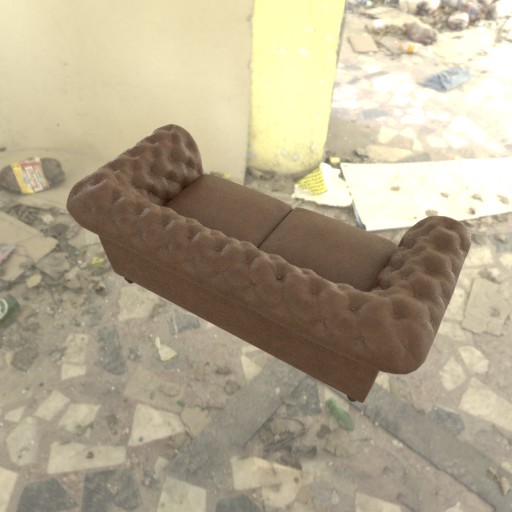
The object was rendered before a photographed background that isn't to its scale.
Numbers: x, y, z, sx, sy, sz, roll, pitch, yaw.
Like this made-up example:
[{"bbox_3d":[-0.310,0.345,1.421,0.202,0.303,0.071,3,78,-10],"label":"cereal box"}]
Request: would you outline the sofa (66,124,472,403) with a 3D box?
[{"bbox_3d":[0.000,0.000,2.549,2.048,0.784,0.955,24,50,22],"label":"sofa"}]
